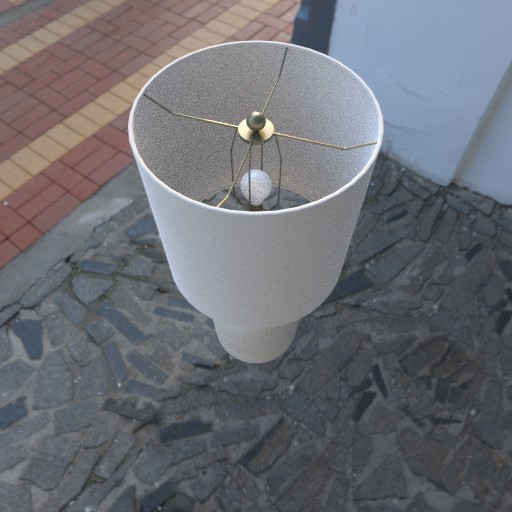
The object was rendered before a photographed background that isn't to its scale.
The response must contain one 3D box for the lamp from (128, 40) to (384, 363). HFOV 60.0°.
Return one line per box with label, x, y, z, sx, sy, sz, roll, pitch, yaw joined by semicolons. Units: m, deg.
lamp;0.000;0.000;0.494;0.188;0.392;0.188;-30;63;-18
